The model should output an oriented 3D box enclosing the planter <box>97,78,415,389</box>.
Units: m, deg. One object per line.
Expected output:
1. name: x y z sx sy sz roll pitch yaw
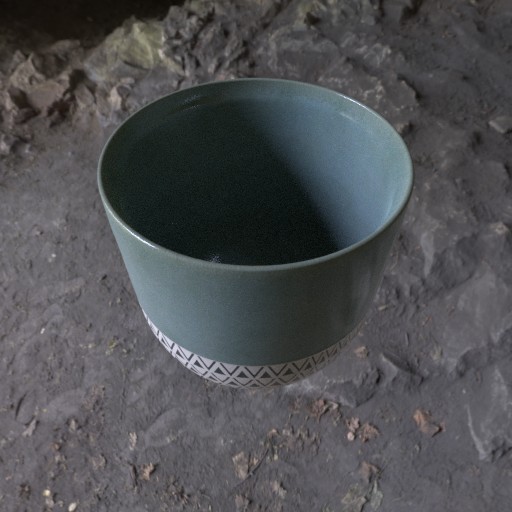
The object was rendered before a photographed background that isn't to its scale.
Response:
1. planter: 0.000 0.000 0.480 0.266 0.270 0.266 0 48 0
